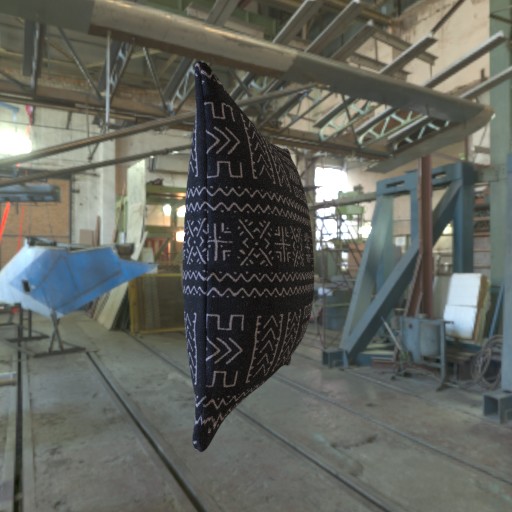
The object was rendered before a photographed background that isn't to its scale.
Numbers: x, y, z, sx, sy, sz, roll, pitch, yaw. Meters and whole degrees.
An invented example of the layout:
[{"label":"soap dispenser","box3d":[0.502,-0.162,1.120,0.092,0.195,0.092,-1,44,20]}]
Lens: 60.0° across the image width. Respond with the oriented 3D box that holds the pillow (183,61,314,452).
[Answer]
[{"label":"pillow","box3d":[0.000,0.000,0.678,0.164,0.430,0.438,0,-1,17]}]
